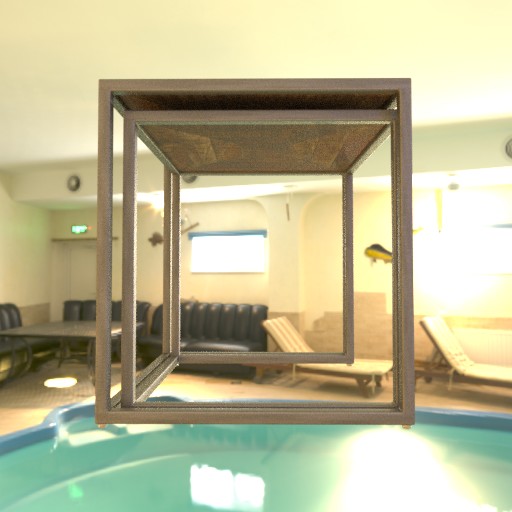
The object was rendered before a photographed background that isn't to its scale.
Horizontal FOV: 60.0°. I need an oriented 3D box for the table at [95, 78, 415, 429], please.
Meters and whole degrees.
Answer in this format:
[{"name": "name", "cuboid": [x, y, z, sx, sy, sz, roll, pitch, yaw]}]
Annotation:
[{"name": "table", "cuboid": [0.000, 0.000, 0.851, 0.449, 0.500, 0.450, 0, -2, 1]}]
